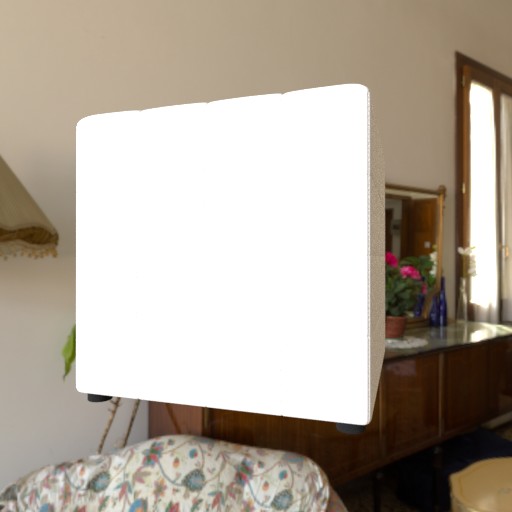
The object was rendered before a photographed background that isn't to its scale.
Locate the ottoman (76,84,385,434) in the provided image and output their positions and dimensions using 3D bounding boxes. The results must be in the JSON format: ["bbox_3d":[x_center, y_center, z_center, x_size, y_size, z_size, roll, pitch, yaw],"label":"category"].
[{"bbox_3d":[0.000,0.000,0.787,0.425,0.432,0.425,0,0,18],"label":"ottoman"}]
